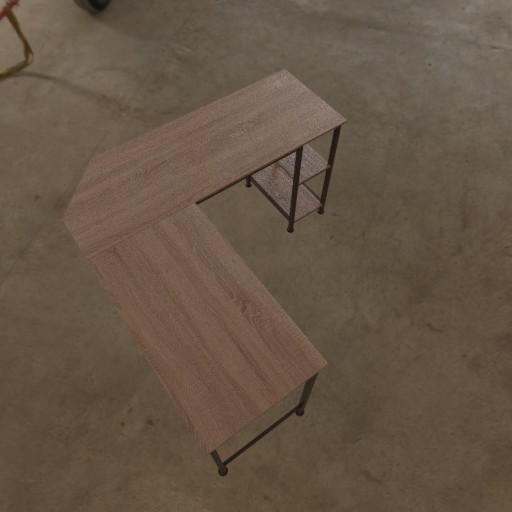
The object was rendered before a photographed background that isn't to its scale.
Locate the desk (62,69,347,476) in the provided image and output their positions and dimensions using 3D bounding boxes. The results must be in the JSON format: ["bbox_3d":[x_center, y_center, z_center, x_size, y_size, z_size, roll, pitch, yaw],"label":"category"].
[{"bbox_3d":[0.000,0.000,2.201,1.379,0.739,1.379,-31,63,-18],"label":"desk"}]
